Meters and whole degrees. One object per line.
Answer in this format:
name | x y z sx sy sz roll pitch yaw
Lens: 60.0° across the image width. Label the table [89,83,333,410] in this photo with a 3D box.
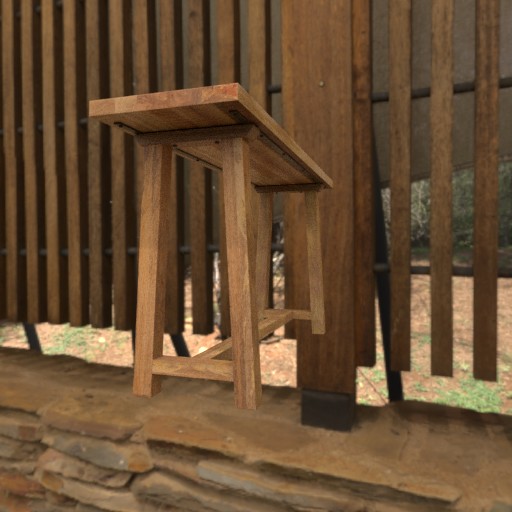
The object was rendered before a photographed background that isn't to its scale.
table | 0.000 0.000 1.801 0.405 0.810 1.524 0 1 18
